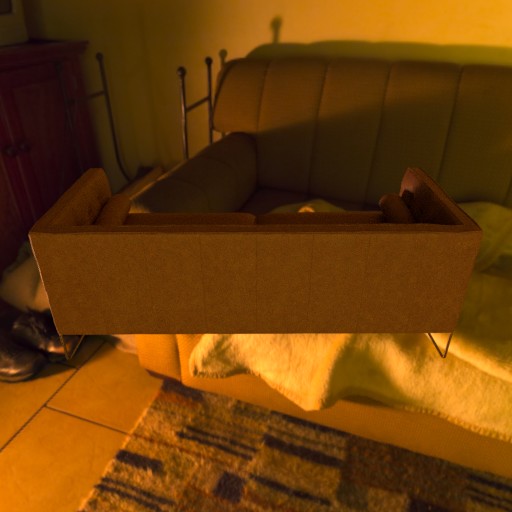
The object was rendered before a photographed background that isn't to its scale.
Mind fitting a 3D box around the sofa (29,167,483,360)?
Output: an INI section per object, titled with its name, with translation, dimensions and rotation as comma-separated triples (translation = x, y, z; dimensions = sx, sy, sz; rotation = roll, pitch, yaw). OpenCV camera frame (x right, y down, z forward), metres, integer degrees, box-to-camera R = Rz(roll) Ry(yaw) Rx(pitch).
[sofa]
translation = 0.000, 0.000, 2.567
dimensions = 2.079, 0.798, 0.912
rotation = 0, 31, 0
